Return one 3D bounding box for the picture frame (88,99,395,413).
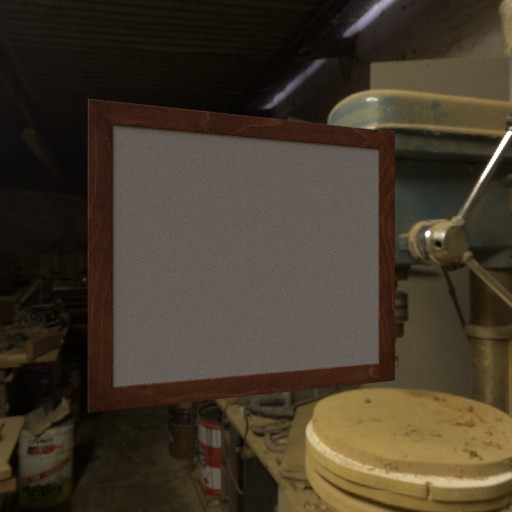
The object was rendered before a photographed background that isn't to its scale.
[{"bbox_3d":[0.000,0.000,0.539,0.381,0.330,0.025,0,0,-19],"label":"picture frame"}]
